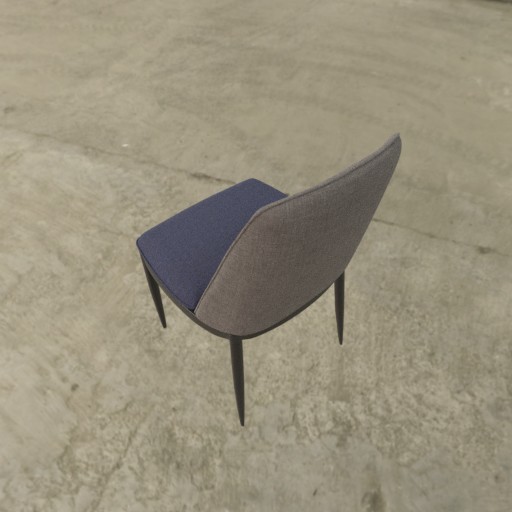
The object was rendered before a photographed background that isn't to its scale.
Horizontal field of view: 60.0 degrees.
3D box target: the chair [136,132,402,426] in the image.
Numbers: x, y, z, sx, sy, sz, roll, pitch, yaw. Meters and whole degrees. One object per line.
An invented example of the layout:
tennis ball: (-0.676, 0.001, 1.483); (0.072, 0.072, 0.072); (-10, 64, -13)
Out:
chair: (0.000, 0.000, 1.189); (0.488, 0.855, 0.550); (-32, 54, -26)
